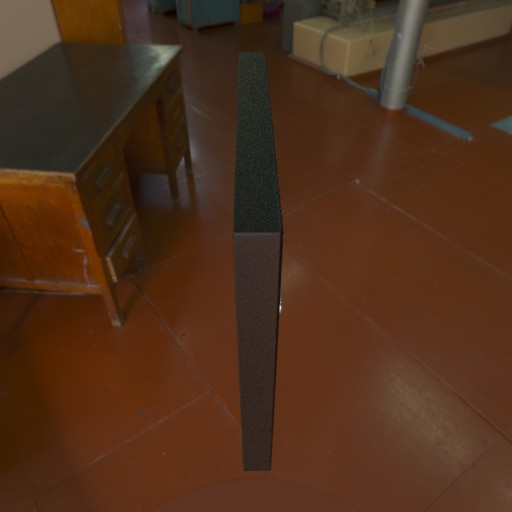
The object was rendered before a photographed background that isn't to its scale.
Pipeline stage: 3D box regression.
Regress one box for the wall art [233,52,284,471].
[{"bbox_3d":[0.000,0.000,0.605,0.041,0.407,0.406,-1,42,-1],"label":"wall art"}]
